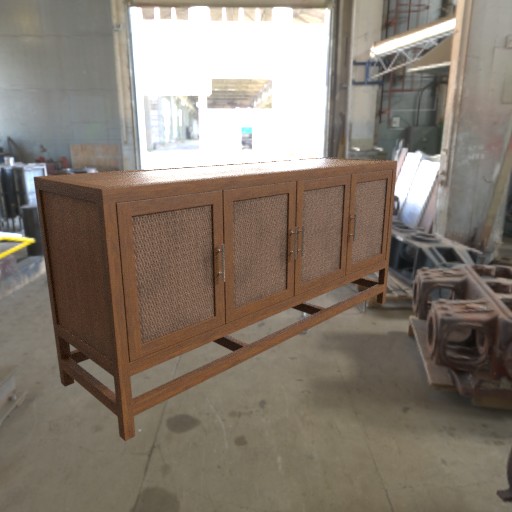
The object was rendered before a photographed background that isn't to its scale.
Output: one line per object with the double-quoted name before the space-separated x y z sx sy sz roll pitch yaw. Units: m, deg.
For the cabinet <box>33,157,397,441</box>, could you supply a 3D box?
"cabinet" 0.000 0.000 2.082 0.522 0.820 1.708 15 21 42
